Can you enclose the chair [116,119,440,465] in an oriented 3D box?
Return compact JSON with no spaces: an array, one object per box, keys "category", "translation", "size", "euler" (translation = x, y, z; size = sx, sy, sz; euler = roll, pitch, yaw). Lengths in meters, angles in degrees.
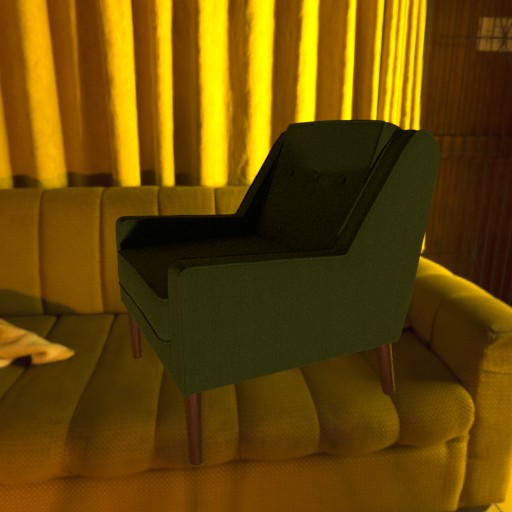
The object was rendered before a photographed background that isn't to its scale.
[{"category":"chair","translation":[0.000,0.000,1.340],"size":[0.743,0.792,0.663],"euler":[-8,17,-27]}]
